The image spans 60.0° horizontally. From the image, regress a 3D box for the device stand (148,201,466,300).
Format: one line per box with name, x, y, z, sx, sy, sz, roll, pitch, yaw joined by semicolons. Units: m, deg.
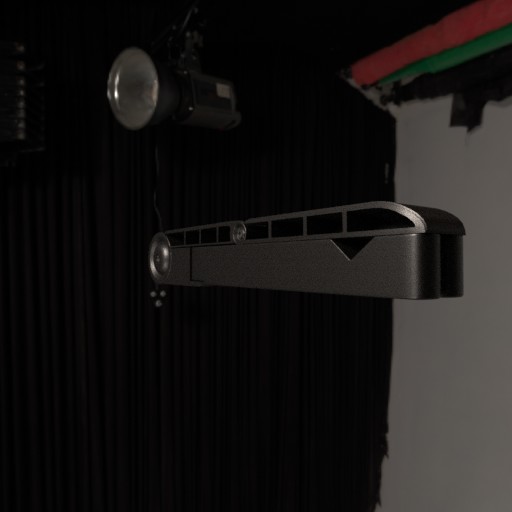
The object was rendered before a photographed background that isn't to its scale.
device stand;0.000;0.000;0.196;0.026;0.030;0.179;1;-1;-37
